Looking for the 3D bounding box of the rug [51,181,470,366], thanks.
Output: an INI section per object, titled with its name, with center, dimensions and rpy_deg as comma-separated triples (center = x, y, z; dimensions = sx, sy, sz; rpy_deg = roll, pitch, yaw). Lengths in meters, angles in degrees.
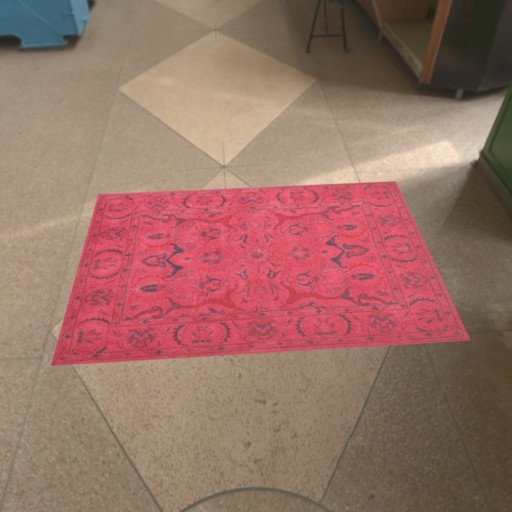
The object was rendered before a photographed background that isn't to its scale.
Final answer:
[rug]
center = 0.000, 0.000, 3.077
dimensions = 2.423, 0.010, 1.534
rpy_deg = -3, 47, -3
